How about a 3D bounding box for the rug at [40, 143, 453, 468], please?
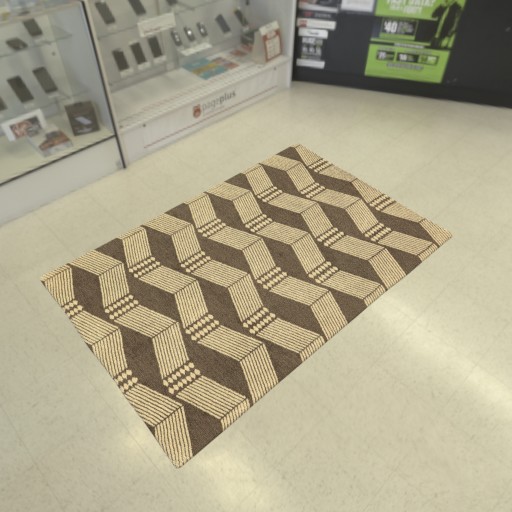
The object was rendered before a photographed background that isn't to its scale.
[{"bbox_3d":[0.000,0.000,2.326,1.833,0.016,1.210,-33,55,-27],"label":"rug"}]
